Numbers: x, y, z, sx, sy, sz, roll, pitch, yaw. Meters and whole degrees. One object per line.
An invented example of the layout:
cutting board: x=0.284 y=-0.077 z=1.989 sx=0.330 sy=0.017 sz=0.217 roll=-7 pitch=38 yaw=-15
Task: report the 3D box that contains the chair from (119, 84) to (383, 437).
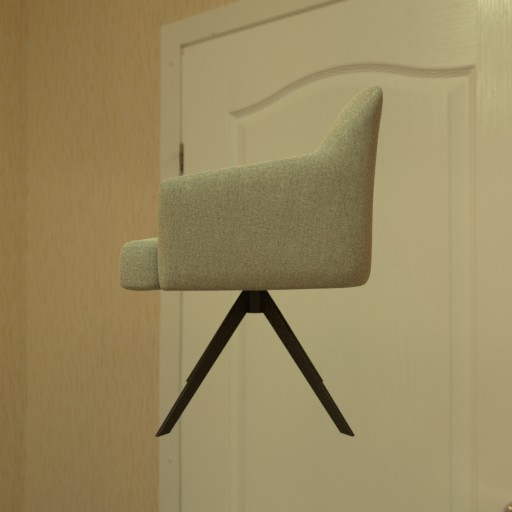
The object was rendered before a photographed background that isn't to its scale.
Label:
chair: x=0.000 y=0.000 z=1.317 sx=0.677 sy=0.874 sz=0.642 roll=0 pitch=-1 yaw=0
